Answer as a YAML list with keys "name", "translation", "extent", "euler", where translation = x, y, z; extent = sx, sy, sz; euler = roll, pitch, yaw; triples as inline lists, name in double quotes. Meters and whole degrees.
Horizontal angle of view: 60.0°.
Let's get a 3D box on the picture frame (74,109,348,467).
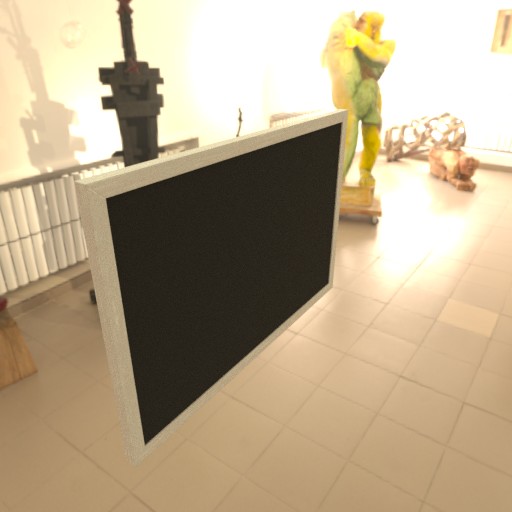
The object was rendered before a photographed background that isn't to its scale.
- name: "picture frame"
  translation: [0.000, 0.000, 1.182]
  extent: [0.029, 0.640, 0.950]
  euler: [18, 31, 31]
